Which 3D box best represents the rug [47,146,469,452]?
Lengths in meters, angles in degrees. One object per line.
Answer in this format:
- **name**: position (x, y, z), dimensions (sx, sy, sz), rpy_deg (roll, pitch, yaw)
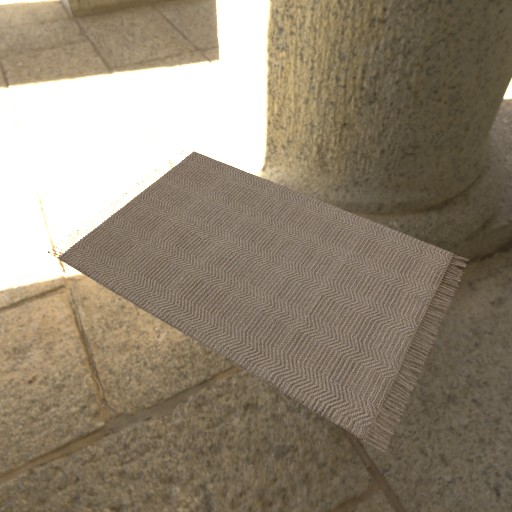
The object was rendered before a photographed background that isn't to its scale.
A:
- **rug**: position (0.000, 0.000, 3.066), dimensions (2.523, 0.034, 1.528), rpy_deg (25, 52, 22)
